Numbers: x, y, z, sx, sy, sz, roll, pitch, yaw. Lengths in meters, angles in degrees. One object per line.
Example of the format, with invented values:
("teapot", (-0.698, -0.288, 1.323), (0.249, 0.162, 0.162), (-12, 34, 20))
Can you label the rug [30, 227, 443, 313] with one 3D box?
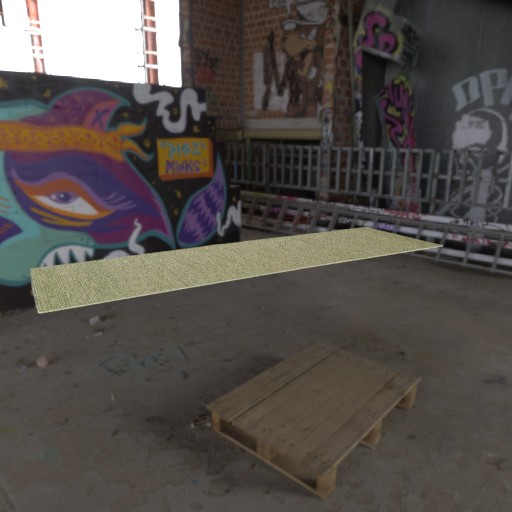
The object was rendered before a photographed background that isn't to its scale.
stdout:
("rug", (0.000, 0.000, 2.573), (2.340, 0.013, 0.686), (-8, 17, -27))
